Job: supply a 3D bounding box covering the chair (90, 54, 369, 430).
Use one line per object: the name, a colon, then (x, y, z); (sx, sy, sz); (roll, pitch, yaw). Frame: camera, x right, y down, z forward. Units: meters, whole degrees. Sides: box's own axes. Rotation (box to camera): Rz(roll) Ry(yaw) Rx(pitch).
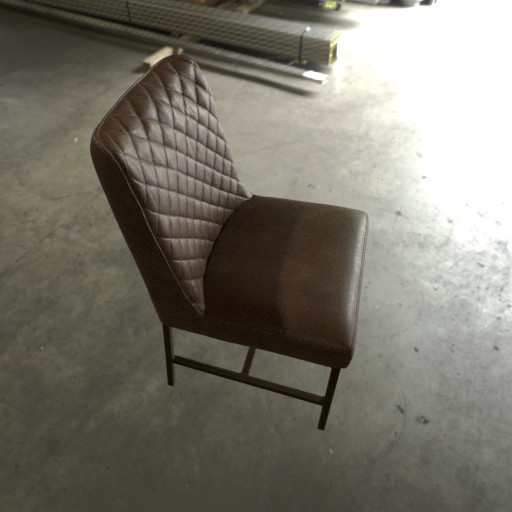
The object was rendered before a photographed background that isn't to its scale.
chair: (0.000, 0.000, 1.217); (0.587, 0.889, 0.508); (10, 47, 10)
